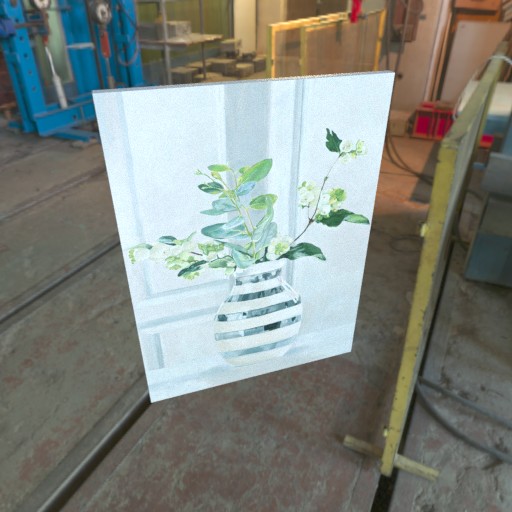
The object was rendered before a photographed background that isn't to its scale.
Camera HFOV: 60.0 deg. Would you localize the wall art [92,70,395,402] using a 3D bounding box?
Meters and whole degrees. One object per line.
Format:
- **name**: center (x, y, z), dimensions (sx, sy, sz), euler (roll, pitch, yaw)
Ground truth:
- **wall art**: center (0.000, 0.000, 1.618), dimensions (0.914, 1.212, 0.038), euler (-10, 34, -16)
